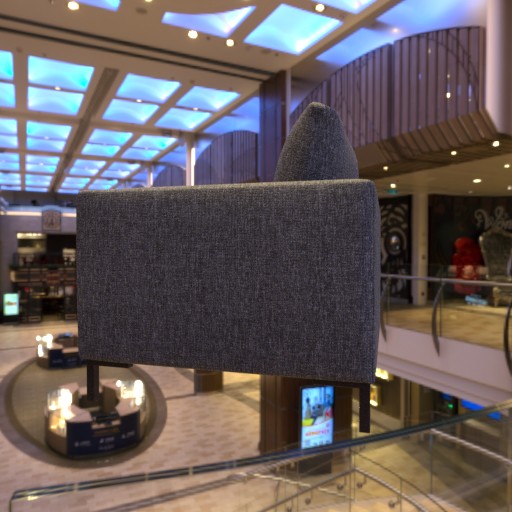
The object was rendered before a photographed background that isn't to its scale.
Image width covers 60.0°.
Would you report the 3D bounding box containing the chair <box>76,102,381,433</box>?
[{"bbox_3d":[0.000,0.000,1.622,0.866,0.861,0.963,0,1,16],"label":"chair"}]
